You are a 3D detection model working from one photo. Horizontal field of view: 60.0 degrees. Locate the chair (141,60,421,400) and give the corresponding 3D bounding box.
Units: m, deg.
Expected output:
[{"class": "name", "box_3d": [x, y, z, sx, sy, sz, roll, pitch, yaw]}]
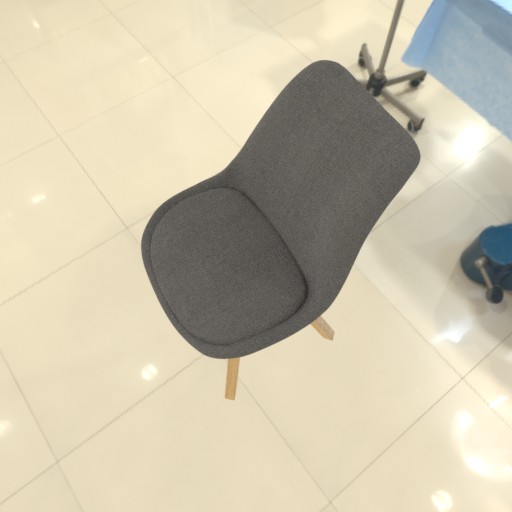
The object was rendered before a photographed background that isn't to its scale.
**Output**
[{"class": "chair", "box_3d": [0.000, 0.000, 1.171, 0.550, 0.850, 0.485, -28, 67, -13]}]
